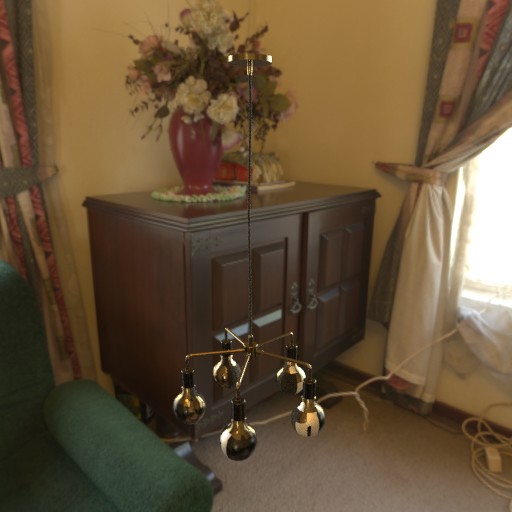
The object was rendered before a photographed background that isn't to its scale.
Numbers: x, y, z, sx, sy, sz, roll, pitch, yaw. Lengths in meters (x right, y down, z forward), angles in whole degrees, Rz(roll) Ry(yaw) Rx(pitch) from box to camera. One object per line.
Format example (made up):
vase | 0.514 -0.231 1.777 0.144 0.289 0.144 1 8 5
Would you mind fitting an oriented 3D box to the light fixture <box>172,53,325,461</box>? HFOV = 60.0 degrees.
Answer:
light fixture | 0.000 0.000 1.190 0.421 0.988 0.438 7 16 26
